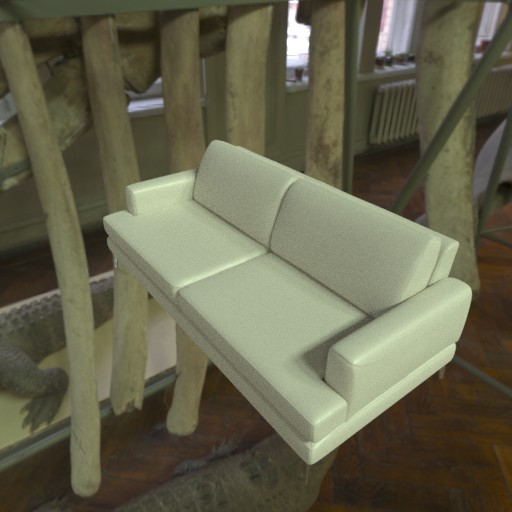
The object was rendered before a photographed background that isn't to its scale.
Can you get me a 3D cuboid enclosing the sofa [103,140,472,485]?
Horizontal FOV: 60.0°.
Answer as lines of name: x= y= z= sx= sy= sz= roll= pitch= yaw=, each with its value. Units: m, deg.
sofa: x=0.000 y=0.000 z=2.350 sx=0.974 sy=0.765 sz=1.940 roll=-22 pitch=38 yaw=-31
